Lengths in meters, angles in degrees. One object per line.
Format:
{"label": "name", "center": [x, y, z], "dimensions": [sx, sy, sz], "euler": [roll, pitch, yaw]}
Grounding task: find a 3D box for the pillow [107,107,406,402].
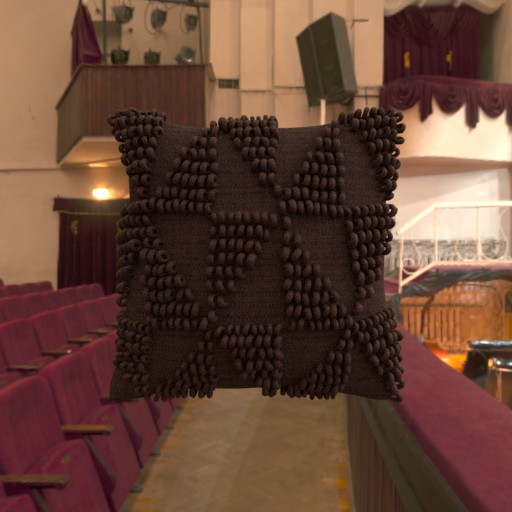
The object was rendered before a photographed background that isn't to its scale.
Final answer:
{"label": "pillow", "center": [0.000, 0.000, 0.699], "dimensions": [0.470, 0.467, 0.172], "euler": [0, 0, 1]}
